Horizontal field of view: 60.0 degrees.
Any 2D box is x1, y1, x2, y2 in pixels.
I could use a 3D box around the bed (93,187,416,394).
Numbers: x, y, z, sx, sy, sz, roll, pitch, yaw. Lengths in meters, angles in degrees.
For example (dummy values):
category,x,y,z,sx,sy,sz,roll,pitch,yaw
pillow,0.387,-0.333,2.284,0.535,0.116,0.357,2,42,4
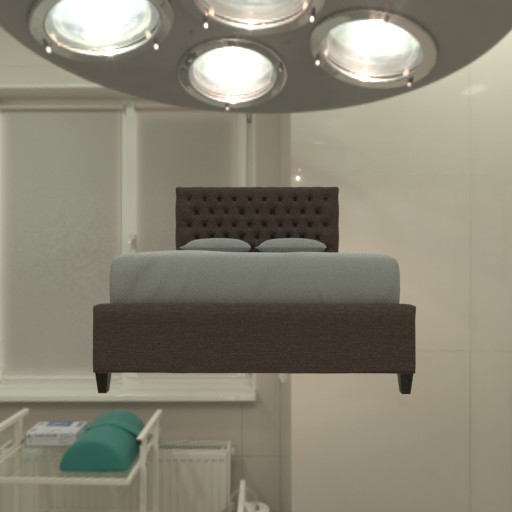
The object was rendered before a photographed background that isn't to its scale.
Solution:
category,x,y,z,sx,sy,sz,roll,pitch,yaw
bed,0.000,0.000,3.460,1.698,1.427,2.387,0,0,1
